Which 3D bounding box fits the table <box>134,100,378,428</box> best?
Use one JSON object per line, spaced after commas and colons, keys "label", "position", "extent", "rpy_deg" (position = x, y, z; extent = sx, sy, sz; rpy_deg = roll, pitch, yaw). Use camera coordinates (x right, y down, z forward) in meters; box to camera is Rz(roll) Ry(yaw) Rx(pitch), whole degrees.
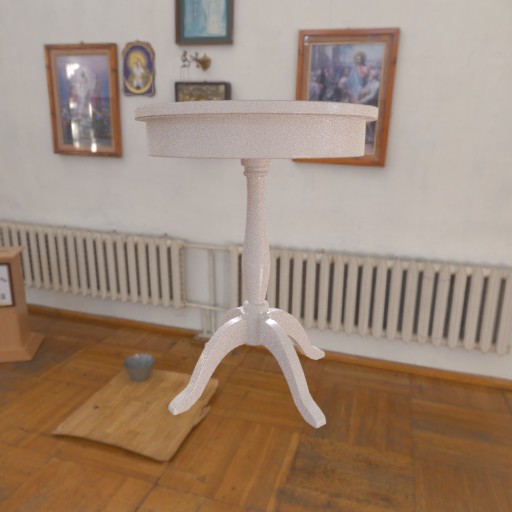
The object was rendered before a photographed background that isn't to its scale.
{"label": "table", "position": [0.000, 0.000, 1.042], "extent": [0.513, 0.653, 0.513], "rpy_deg": [0, 15, 0]}
